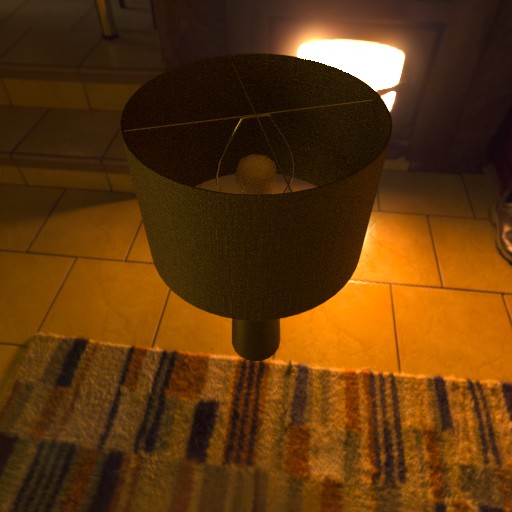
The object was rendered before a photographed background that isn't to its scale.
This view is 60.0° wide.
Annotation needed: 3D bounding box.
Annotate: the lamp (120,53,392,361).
[{"bbox_3d":[0.000,0.000,0.681,0.303,0.488,0.303,0,47,0],"label":"lamp"}]
